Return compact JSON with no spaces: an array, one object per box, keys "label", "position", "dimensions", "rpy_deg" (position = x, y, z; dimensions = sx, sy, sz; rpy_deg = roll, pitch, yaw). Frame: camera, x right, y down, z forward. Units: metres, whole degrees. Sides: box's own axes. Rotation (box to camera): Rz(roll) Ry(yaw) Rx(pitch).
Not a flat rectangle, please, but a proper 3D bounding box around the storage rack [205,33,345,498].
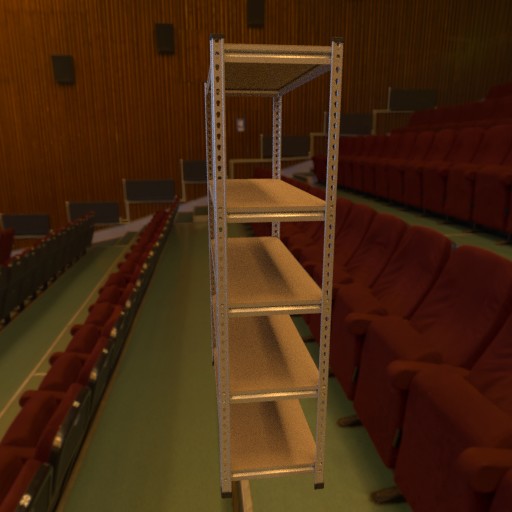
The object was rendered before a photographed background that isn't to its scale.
[{"label":"storage rack","position":[0.000,0.000,2.287],"dimensions":[0.457,1.829,1.219],"rpy_deg":[-2,15,-7]}]
